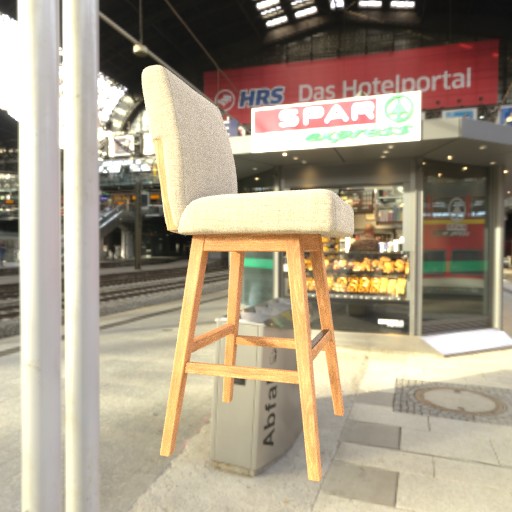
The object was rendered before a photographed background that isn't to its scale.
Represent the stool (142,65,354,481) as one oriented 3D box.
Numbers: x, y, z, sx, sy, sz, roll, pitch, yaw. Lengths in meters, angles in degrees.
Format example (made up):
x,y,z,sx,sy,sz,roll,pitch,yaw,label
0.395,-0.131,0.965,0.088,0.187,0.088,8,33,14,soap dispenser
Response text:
x,y,z,sx,sy,sz,roll,pitch,yaw,label
0.000,0.000,1.390,0.569,1.106,0.483,0,1,18,stool
